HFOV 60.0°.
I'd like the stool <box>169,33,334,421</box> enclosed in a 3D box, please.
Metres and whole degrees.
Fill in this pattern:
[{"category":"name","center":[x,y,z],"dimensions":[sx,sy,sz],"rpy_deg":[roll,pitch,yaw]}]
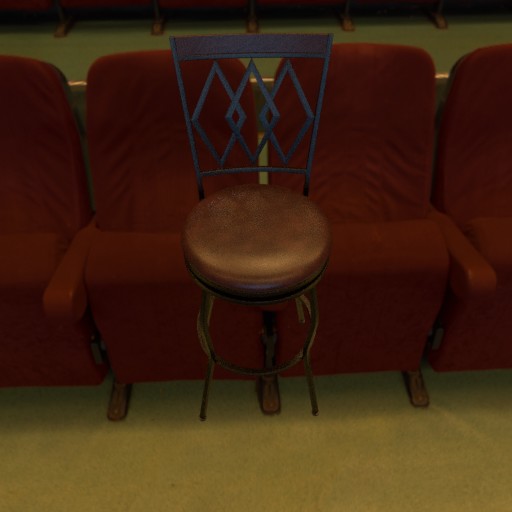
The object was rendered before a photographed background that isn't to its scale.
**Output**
[{"category":"stool","center":[0.000,0.000,1.363],"dimensions":[0.432,1.134,0.521],"rpy_deg":[-2,46,-2]}]
